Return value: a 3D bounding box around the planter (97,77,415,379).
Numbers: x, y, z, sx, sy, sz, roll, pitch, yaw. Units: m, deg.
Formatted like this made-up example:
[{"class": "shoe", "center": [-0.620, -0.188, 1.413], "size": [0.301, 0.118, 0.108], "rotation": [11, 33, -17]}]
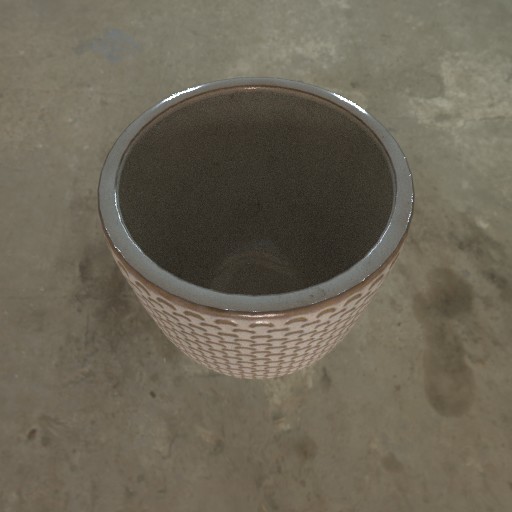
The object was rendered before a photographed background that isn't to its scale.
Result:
[{"class": "planter", "center": [0.000, 0.000, 0.354], "size": [0.197, 0.191, 0.197], "rotation": [0, 57, 0]}]
